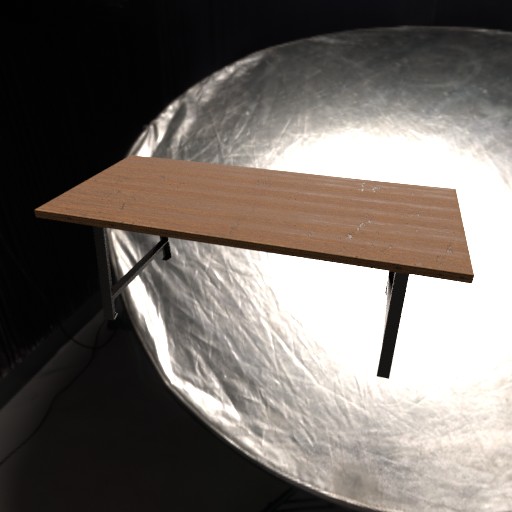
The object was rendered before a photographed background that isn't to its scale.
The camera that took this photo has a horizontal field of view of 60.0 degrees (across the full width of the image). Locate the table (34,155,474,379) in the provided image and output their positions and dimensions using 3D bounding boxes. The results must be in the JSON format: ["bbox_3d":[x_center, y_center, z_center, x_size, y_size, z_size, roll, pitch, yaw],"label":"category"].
[{"bbox_3d":[0.000,0.000,2.713,2.200,0.757,1.000,9,32,15],"label":"table"}]
